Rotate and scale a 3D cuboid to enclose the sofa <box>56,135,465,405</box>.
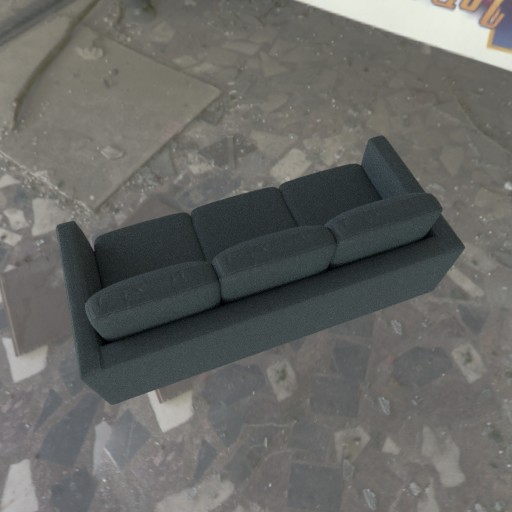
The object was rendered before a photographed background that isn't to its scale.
[{"bbox_3d":[0.000,0.000,2.575,2.013,0.945,0.935,-17,60,-10],"label":"sofa"}]
